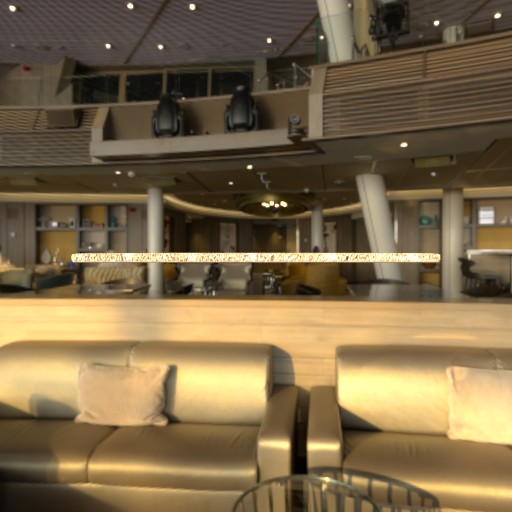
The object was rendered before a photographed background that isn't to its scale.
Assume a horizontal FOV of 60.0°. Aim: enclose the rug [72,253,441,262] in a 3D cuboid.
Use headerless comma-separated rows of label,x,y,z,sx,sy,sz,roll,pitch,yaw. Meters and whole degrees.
rug,0.000,0.000,2.339,1.219,0.030,1.778,0,0,0
